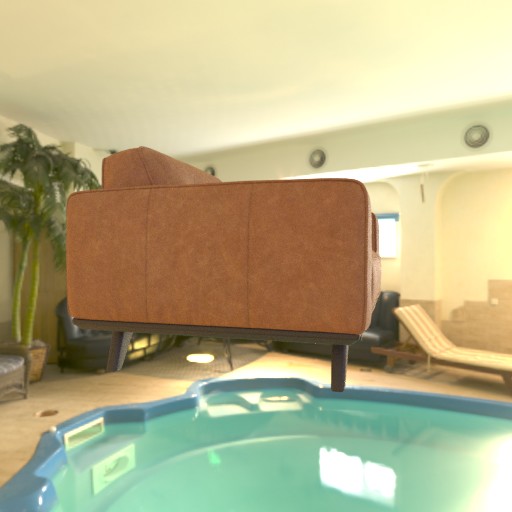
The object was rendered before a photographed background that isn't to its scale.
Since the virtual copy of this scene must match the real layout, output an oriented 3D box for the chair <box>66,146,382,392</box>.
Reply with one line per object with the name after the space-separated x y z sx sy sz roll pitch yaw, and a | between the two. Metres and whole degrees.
0.000 0.000 1.771 0.952 0.782 1.118 0 0 17 | chair
